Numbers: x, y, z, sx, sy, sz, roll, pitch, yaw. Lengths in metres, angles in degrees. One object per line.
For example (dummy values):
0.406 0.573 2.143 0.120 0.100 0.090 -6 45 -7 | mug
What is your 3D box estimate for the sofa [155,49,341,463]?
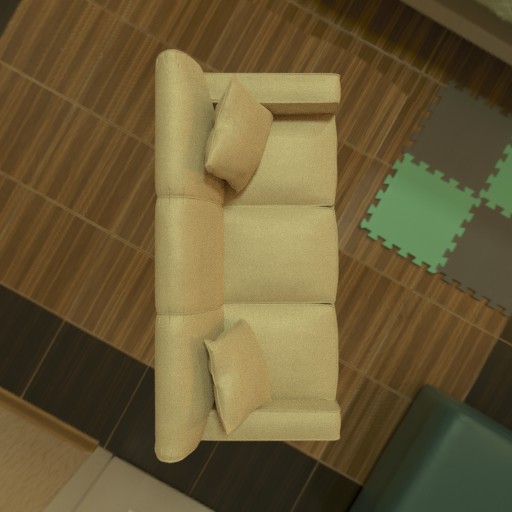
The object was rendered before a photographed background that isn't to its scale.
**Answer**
0.000 0.000 2.574 0.997 0.958 2.024 0 90 0 | sofa
